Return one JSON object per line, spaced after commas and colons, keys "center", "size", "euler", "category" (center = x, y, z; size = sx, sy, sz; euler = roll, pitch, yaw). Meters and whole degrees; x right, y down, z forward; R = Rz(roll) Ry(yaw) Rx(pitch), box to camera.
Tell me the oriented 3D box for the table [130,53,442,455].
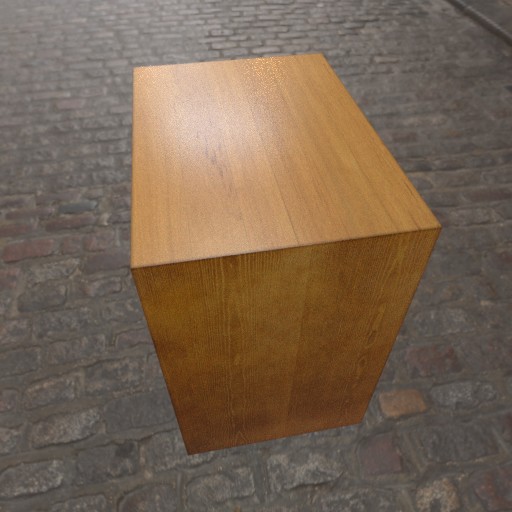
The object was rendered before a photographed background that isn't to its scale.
{"center": [0.000, 0.000, 0.947], "size": [0.400, 0.605, 0.550], "euler": [-8, 47, -7], "category": "table"}
